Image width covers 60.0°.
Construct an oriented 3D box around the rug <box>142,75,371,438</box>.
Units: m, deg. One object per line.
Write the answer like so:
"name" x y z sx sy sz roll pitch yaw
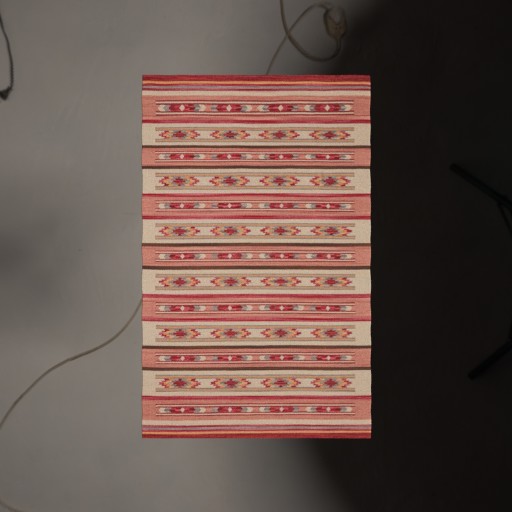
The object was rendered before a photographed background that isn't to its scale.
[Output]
"rug" 0.000 0.000 2.967 1.535 0.010 2.431 0 89 0
